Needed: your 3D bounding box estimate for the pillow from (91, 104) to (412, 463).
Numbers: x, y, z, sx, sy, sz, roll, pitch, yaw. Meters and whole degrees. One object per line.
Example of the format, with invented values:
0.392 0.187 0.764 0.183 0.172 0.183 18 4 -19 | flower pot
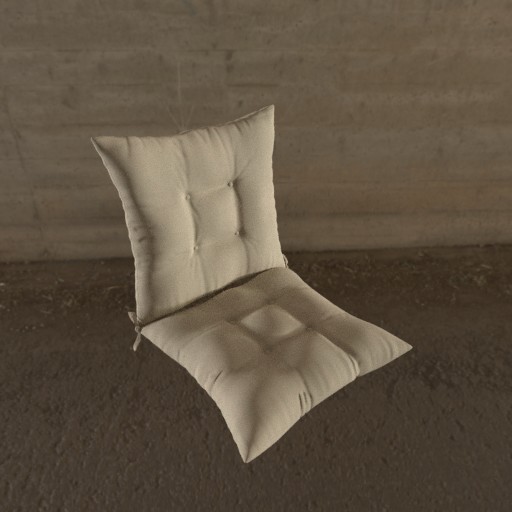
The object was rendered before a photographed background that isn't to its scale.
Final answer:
0.000 0.000 1.026 0.541 0.536 0.585 -22 37 -32 | pillow
